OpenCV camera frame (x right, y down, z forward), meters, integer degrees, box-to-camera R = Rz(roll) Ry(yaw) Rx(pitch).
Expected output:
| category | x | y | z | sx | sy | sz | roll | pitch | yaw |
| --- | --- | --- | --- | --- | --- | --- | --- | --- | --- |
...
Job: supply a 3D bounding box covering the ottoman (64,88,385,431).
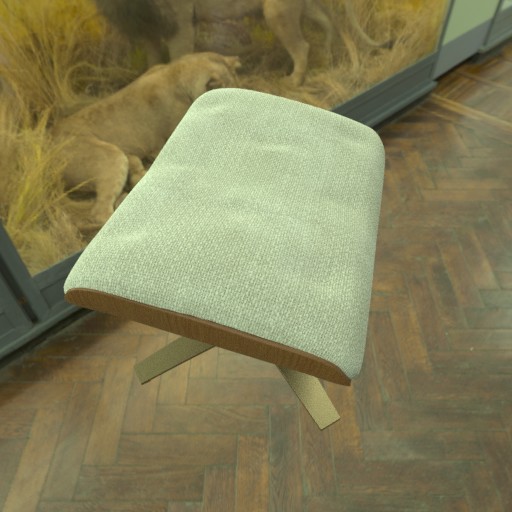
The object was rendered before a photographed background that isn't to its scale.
| category | x | y | z | sx | sy | sz | roll | pitch | yaw |
| --- | --- | --- | --- | --- | --- | --- | --- | --- | --- |
| ottoman | 0.000 | 0.000 | 0.785 | 0.394 | 0.391 | 0.520 | 11 | 48 | 10 |
